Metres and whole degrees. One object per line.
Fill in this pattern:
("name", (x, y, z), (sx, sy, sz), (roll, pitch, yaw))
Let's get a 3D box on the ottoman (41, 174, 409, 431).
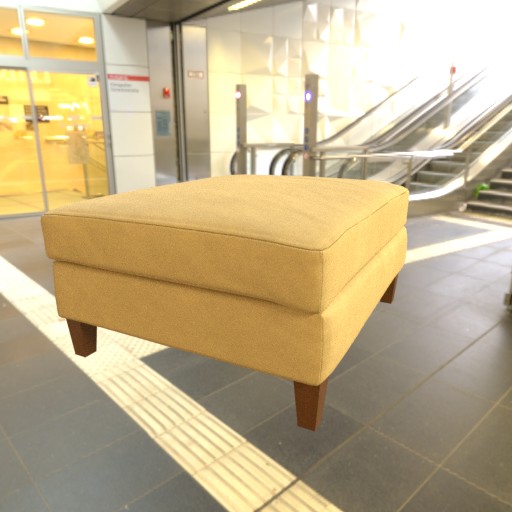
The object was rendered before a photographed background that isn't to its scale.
("ottoman", (0.000, 0.000, 1.483), (0.836, 0.492, 1.002), (8, 18, 26))
